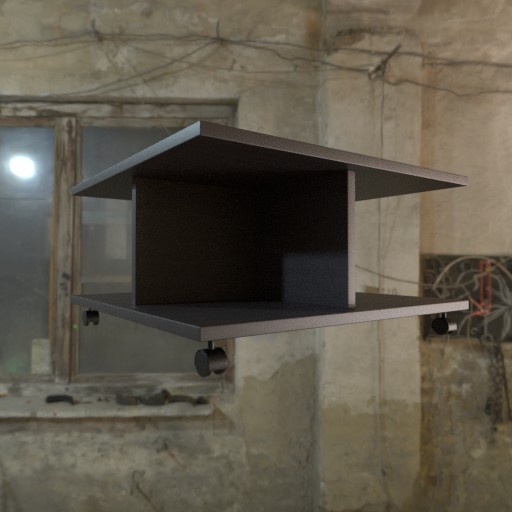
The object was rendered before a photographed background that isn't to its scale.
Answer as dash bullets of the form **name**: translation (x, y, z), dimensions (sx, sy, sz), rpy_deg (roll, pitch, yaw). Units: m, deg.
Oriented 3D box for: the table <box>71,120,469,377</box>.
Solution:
- **table**: translation (0.000, 0.000, 1.193), dimensions (0.762, 0.396, 0.762), rpy_deg (0, -1, -36)
